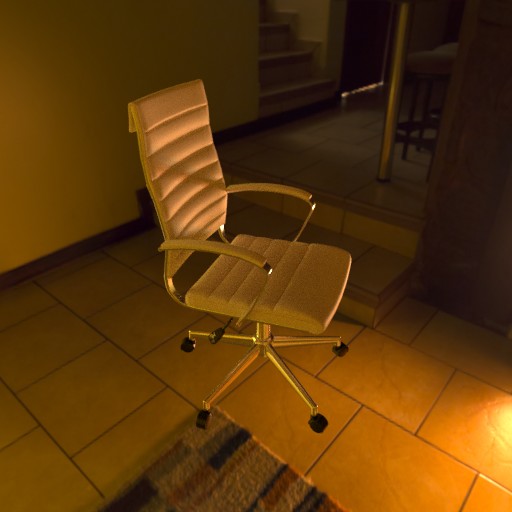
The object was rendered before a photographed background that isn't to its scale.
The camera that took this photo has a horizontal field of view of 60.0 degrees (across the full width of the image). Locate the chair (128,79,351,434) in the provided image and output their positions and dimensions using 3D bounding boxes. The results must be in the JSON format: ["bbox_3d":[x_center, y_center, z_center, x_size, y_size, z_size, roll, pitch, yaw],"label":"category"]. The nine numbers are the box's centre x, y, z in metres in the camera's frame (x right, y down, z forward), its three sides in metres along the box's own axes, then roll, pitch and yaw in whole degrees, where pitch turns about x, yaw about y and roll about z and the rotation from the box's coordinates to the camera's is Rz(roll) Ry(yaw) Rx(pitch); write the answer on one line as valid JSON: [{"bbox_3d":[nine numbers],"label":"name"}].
[{"bbox_3d":[0.000,0.000,1.663,0.739,1.149,0.766,11,33,18],"label":"chair"}]
